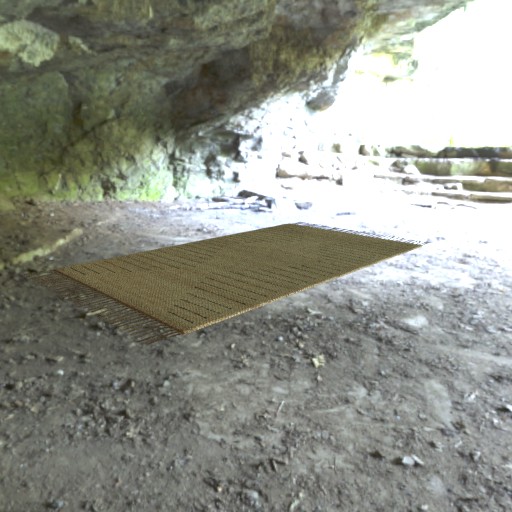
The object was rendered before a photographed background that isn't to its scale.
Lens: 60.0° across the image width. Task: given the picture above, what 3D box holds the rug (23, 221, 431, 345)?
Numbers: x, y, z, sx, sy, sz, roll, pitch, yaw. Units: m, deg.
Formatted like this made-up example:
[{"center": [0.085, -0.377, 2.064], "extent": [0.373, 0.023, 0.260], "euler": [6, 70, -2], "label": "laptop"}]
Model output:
[{"center": [0.000, 0.000, 2.029], "extent": [0.905, 0.017, 1.718], "euler": [14, 20, 43], "label": "rug"}]
